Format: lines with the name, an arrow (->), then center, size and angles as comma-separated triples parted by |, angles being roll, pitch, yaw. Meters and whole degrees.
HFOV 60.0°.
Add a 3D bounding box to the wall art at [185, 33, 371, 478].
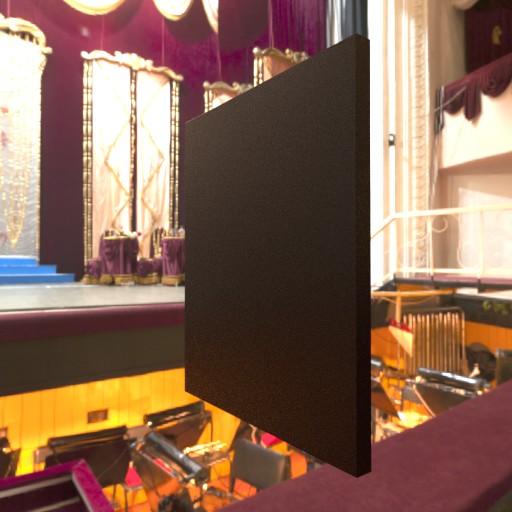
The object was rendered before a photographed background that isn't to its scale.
wall art -> 0.000, 0.000, 0.746 | 0.028, 0.557, 0.457 | 0, -1, -37
